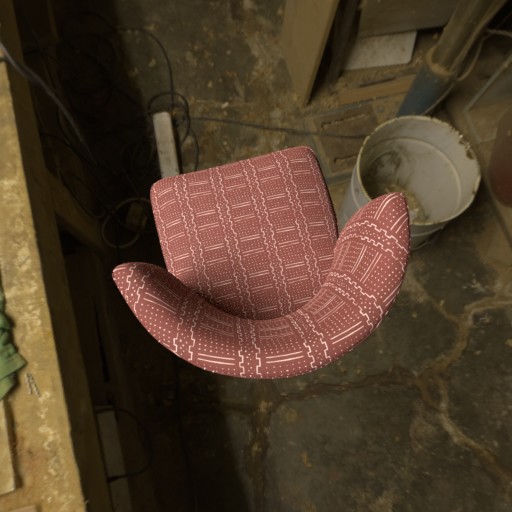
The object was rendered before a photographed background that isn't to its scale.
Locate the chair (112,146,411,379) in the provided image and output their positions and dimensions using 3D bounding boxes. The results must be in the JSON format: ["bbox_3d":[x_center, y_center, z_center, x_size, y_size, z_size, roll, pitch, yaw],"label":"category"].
[{"bbox_3d":[0.000,0.000,1.421,0.706,0.866,0.758,-15,76,-4],"label":"chair"}]
